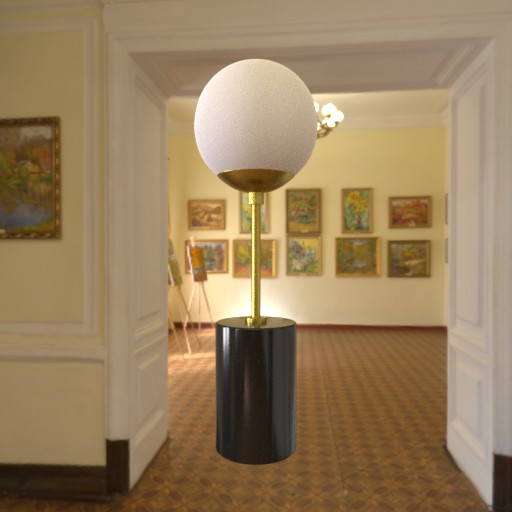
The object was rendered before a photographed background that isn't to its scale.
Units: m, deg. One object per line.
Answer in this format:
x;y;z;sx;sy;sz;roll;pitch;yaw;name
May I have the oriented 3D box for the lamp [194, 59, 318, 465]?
0.000;0.000;0.558;0.153;0.480;0.153;0;1;0;lamp
